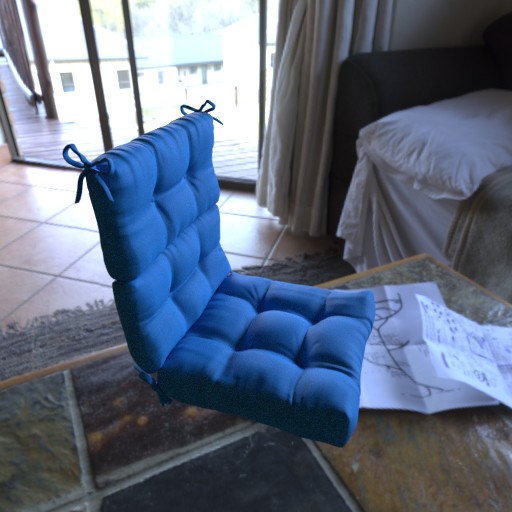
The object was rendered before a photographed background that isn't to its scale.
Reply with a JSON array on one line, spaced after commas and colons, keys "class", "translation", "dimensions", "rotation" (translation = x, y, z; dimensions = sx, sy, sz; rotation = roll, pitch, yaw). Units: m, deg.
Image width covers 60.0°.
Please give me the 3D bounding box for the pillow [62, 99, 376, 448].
[{"class": "pillow", "translation": [0.000, 0.000, 1.034], "dimensions": [0.571, 0.605, 0.519], "rotation": [10, 31, 16]}]
